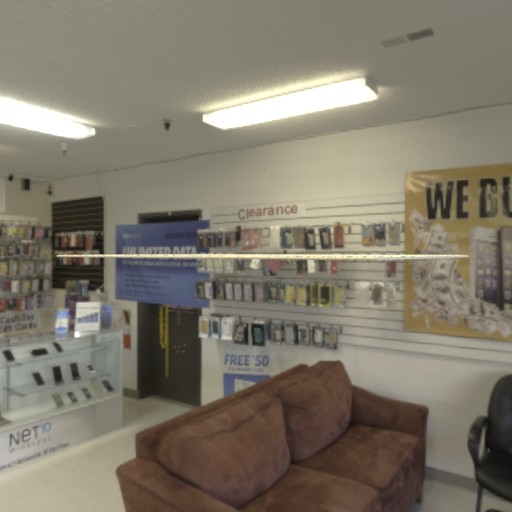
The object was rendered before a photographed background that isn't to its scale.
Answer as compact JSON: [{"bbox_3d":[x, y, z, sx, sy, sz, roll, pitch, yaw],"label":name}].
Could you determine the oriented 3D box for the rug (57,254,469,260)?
[{"bbox_3d":[0.000,0.000,3.528,2.746,0.018,1.819,0,1,37],"label":"rug"}]
